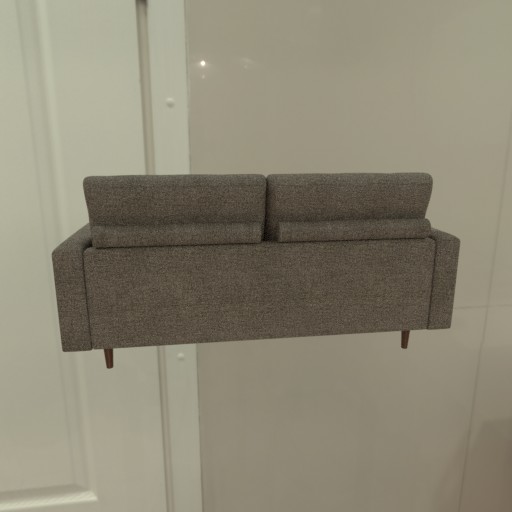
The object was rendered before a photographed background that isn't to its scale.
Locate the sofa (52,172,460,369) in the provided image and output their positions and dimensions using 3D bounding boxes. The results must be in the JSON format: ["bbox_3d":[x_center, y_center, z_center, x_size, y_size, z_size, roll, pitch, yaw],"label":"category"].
[{"bbox_3d":[0.000,0.000,2.370,1.821,0.902,0.863,-2,14,-8],"label":"sofa"}]
